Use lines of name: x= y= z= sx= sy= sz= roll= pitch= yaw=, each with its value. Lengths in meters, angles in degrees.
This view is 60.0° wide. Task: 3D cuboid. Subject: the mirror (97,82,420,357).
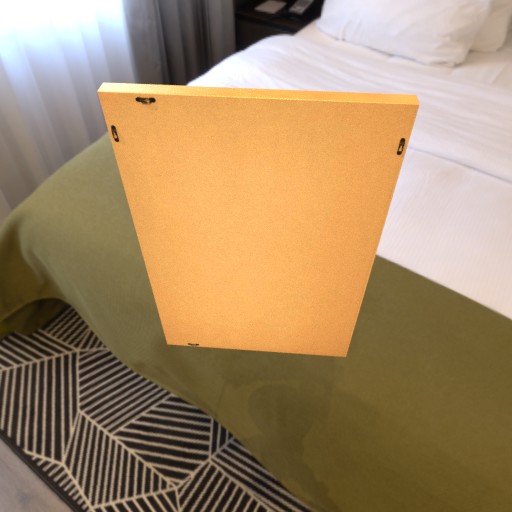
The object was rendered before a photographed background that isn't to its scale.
mirror: x=0.000 y=0.000 z=1.182 sx=0.609 sy=0.915 sz=0.041 roll=3 pitch=47 yaw=3
